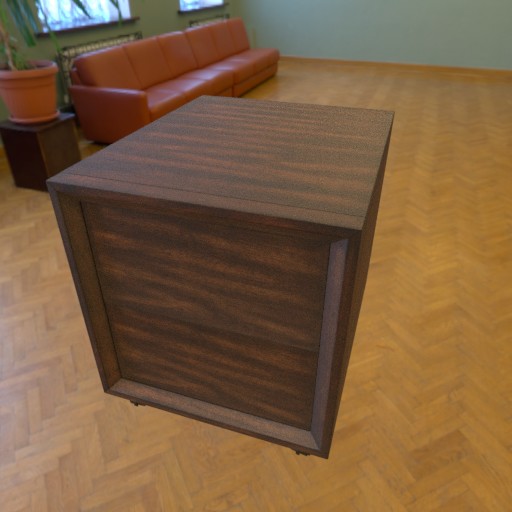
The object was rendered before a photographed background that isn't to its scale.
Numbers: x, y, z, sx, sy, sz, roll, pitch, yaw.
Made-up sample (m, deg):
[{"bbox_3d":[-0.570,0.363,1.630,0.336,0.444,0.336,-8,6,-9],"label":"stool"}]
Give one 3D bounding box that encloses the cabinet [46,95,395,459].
[{"bbox_3d":[0.000,0.000,0.837,0.402,0.455,0.500,10,34,16],"label":"cabinet"}]
